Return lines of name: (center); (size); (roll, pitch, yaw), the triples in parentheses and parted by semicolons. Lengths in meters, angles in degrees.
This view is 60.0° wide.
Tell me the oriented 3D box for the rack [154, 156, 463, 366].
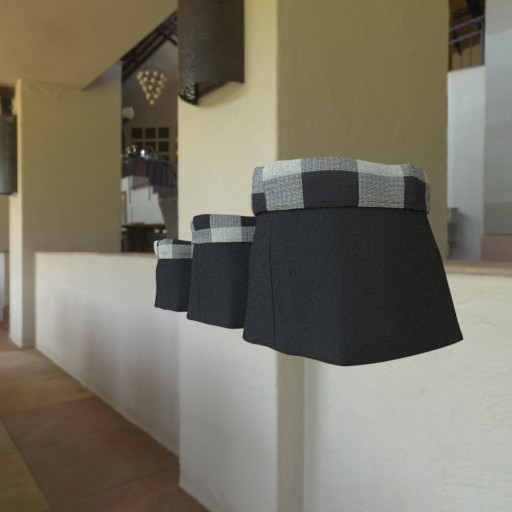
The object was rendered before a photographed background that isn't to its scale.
rack: (0.000, 0.000, 1.076); (0.370, 0.329, 0.889); (-1, 1, -35)
